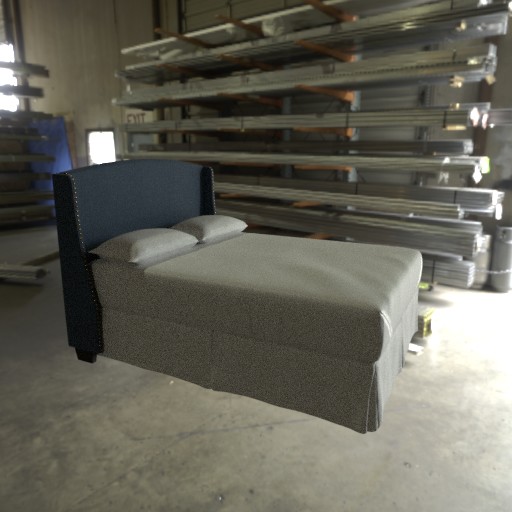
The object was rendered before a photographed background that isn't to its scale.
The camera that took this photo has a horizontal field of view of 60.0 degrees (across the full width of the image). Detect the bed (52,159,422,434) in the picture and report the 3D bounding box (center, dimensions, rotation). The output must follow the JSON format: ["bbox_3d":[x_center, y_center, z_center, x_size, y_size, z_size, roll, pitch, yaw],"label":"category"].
[{"bbox_3d":[0.000,0.000,3.334,2.237,1.407,1.710,7,15,26],"label":"bed"}]
